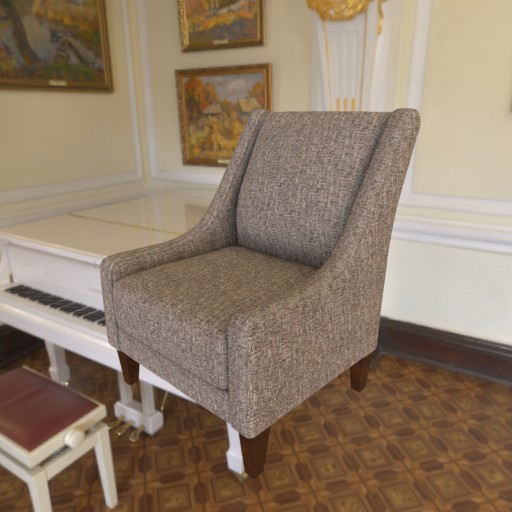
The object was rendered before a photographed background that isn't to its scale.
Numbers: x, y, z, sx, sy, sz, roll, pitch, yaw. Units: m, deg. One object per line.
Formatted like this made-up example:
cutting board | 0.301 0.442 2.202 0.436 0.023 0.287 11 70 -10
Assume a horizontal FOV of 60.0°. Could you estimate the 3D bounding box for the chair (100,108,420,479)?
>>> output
chair | 0.000 0.000 1.602 0.774 1.014 0.870 16 24 41
